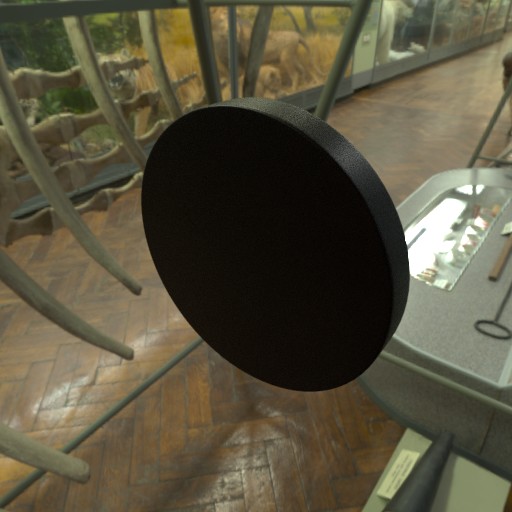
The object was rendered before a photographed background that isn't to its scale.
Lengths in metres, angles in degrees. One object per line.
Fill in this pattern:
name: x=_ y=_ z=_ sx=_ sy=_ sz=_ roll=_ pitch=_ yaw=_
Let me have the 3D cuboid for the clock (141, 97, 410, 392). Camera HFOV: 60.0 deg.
clock: x=0.000 y=0.000 z=0.467 sx=0.314 sy=0.314 sz=0.040 roll=21 pitch=37 yaw=31
